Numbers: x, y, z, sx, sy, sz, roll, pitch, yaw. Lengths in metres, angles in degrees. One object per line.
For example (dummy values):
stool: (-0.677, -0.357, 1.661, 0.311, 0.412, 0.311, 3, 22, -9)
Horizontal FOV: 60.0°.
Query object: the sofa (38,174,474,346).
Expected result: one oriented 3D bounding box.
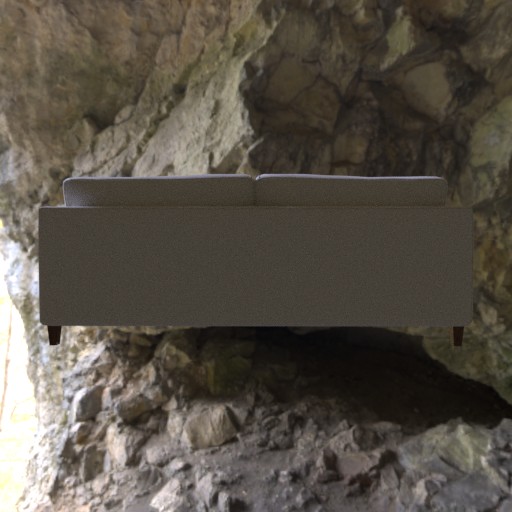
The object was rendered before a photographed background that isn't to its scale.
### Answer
sofa: (0.000, 0.000, 2.836, 2.361, 0.962, 0.951, 0, 1, 0)
